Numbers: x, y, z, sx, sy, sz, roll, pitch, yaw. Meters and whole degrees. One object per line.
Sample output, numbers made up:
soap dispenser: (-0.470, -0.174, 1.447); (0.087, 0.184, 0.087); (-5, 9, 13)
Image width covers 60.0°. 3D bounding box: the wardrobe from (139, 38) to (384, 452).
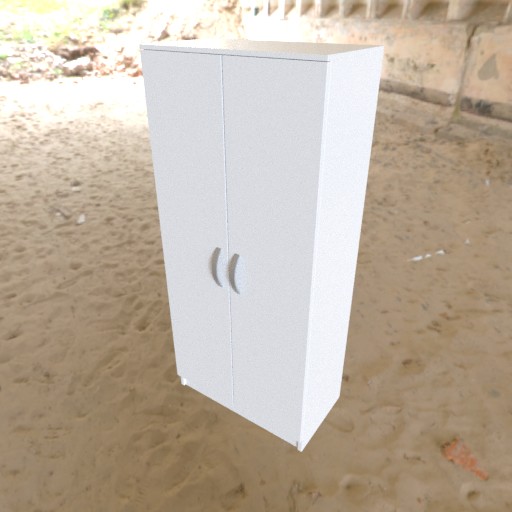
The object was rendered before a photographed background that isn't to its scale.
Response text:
wardrobe: (0.000, 0.000, 1.975); (0.760, 1.700, 0.470); (19, 34, 30)
